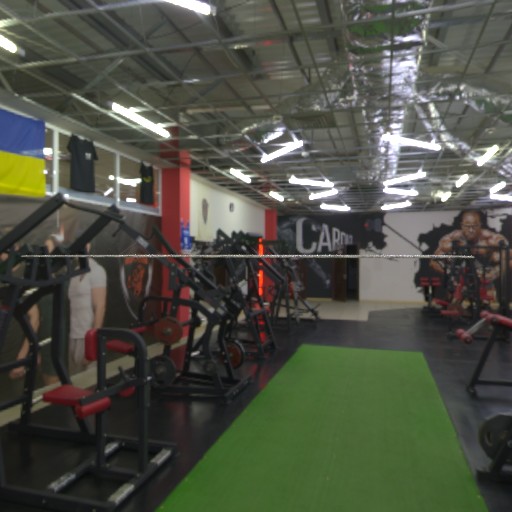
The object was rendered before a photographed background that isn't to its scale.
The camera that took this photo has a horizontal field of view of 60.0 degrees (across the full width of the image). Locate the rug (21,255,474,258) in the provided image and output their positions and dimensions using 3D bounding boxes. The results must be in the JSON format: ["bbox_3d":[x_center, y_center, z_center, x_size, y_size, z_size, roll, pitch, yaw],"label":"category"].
[{"bbox_3d":[0.000,0.000,2.009,1.652,0.006,1.035,0,0,18],"label":"rug"}]
